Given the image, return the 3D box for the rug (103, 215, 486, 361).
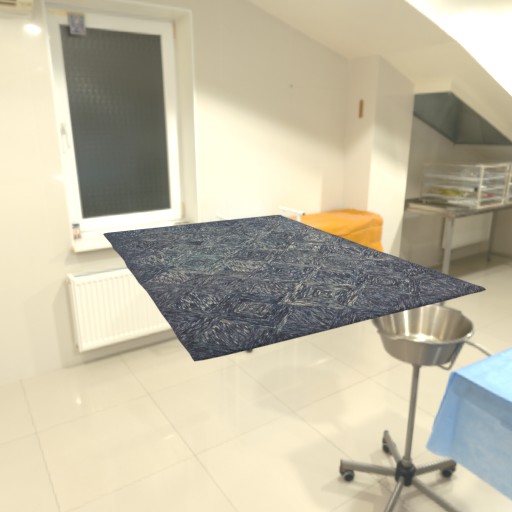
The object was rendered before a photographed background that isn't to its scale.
[{"bbox_3d":[0.000,0.000,4.289,2.385,0.024,3.245,-8,19,-26],"label":"rug"}]
